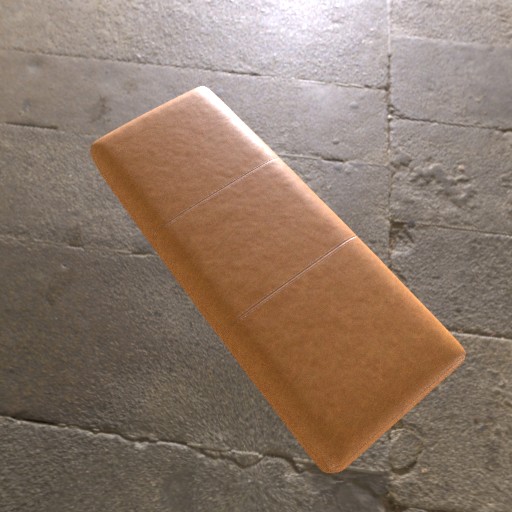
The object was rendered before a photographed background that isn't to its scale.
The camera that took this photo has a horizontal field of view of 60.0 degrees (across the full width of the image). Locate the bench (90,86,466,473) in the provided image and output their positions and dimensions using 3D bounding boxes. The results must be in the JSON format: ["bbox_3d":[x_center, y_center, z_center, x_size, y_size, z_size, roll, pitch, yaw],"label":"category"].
[{"bbox_3d":[0.000,0.000,1.848,0.653,0.399,1.610,-34,68,-16],"label":"bench"}]
